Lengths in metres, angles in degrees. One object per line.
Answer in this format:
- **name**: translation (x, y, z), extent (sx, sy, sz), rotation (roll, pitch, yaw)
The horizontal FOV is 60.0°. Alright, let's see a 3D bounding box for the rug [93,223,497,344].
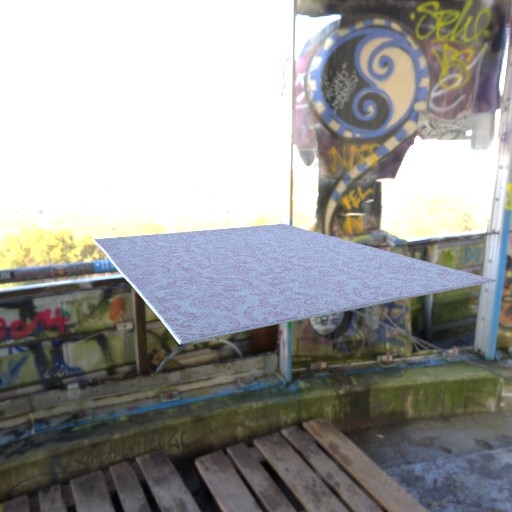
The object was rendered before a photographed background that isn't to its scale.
- **rug**: translation (0.000, 0.000, 3.941), extent (2.363, 0.012, 2.980), rotation (-7, 15, -27)
